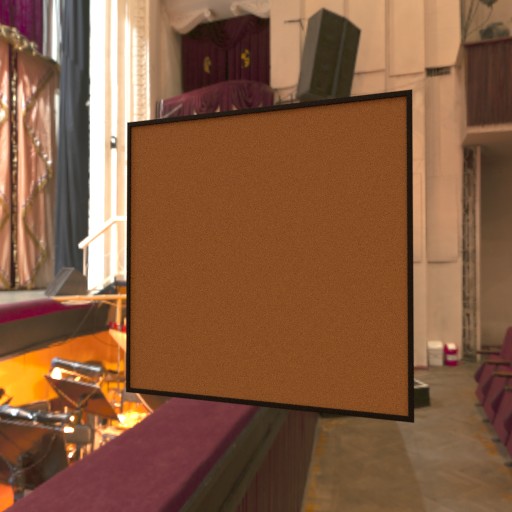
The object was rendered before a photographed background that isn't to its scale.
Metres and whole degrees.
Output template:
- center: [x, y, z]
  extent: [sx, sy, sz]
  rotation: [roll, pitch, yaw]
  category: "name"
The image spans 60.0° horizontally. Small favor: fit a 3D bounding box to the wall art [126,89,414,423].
- center: [0.000, 0.000, 0.685]
  extent: [0.458, 0.457, 0.013]
  rotation: [0, -1, 18]
  category: "wall art"
